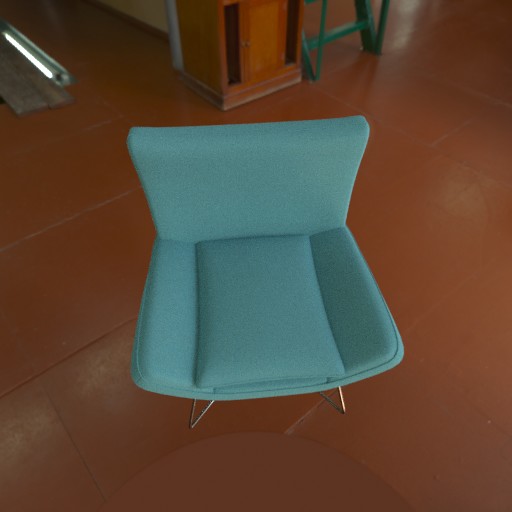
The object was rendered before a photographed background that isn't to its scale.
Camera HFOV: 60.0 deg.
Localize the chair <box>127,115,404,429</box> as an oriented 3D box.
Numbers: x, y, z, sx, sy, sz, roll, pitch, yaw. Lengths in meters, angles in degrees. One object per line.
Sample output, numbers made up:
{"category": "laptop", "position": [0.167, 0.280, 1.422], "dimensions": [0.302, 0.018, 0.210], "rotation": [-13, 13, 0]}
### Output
{"category": "chair", "position": [0.000, 0.000, 1.688], "dimensions": [0.859, 0.855, 1.008], "rotation": [-4, 47, -4]}
